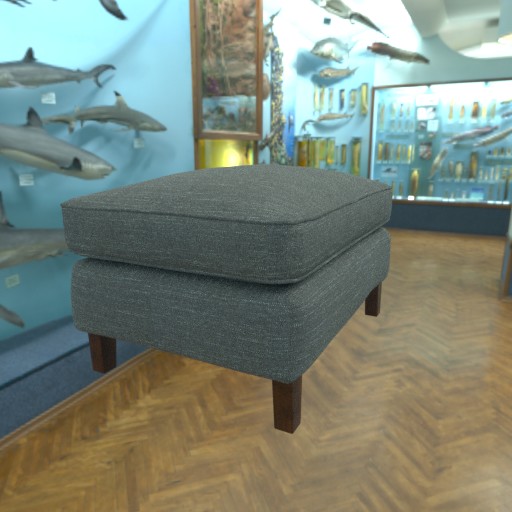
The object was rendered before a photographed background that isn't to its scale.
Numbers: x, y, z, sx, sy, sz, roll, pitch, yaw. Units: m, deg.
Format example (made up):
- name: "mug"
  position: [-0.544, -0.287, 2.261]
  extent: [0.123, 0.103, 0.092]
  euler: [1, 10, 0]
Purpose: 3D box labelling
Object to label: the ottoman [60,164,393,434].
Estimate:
- name: "ottoman"
  position: [0.000, 0.000, 1.014]
  extent: [0.508, 0.406, 0.686]
  euler: [7, 16, 27]
